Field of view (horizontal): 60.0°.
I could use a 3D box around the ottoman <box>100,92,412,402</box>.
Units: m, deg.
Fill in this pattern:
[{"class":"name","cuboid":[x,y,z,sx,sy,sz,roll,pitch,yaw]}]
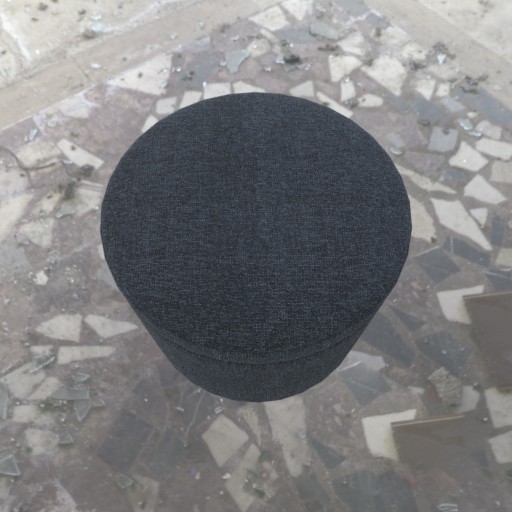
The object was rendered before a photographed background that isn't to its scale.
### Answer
[{"class":"ottoman","cuboid":[0.000,0.000,0.877,0.500,0.419,0.500,0,62,0]}]
